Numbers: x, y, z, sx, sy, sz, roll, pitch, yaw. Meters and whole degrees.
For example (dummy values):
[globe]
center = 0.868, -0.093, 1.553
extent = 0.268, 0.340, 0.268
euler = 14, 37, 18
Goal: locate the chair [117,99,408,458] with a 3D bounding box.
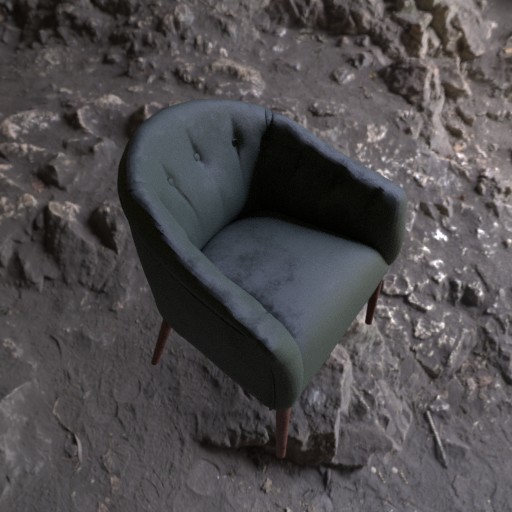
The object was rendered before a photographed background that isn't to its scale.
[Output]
[chair]
center = 0.000, 0.000, 1.525
extent = 0.776, 0.885, 0.851
euler = 24, 46, 26
